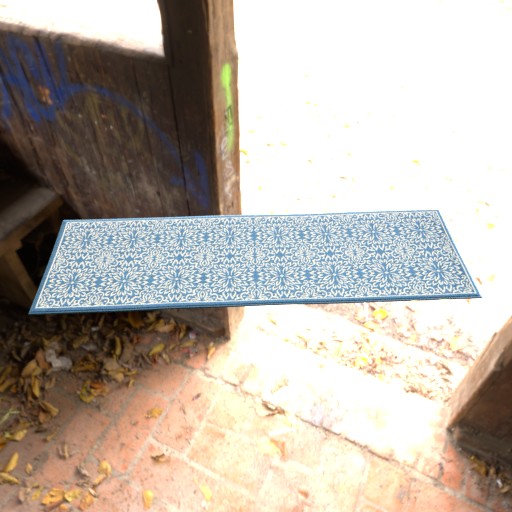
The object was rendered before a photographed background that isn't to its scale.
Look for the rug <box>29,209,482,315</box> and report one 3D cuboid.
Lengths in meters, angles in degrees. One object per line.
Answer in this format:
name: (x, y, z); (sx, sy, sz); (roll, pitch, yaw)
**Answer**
rug: (0.000, 0.000, 2.364); (2.196, 0.011, 0.662); (-2, 47, -2)
